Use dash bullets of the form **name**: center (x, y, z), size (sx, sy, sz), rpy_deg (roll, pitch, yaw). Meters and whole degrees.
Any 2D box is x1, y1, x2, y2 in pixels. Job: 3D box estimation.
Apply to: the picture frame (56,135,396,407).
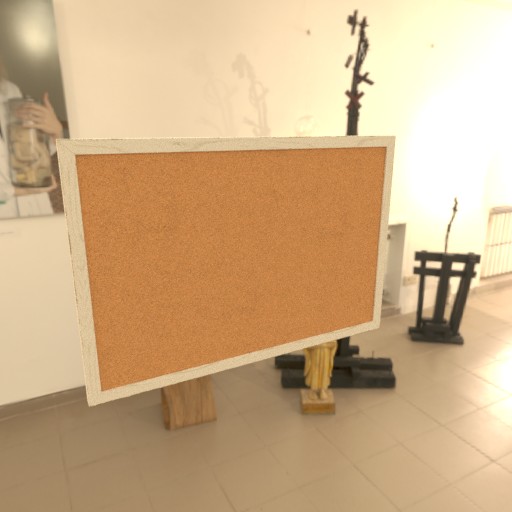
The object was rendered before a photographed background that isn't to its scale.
- **picture frame**: center (0.000, 0.000, 1.234), size (0.950, 0.640, 0.029), rpy_deg (-9, 18, -27)
